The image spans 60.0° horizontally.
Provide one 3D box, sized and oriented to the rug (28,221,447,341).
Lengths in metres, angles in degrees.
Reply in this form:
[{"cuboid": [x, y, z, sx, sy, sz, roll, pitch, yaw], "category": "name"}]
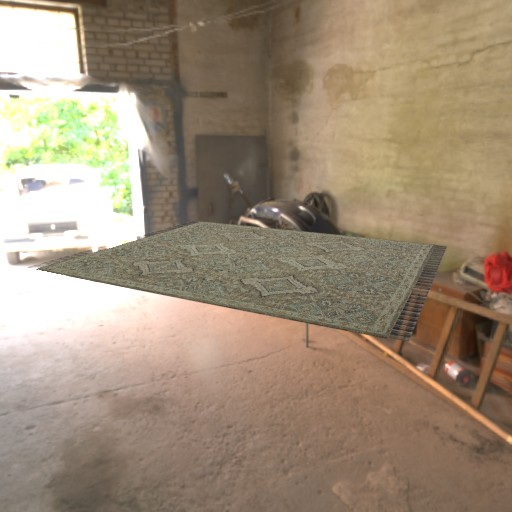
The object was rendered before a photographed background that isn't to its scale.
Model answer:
[{"cuboid": [0.000, 0.000, 4.063, 3.056, 0.010, 2.437, 7, 17, 26], "category": "rug"}]
